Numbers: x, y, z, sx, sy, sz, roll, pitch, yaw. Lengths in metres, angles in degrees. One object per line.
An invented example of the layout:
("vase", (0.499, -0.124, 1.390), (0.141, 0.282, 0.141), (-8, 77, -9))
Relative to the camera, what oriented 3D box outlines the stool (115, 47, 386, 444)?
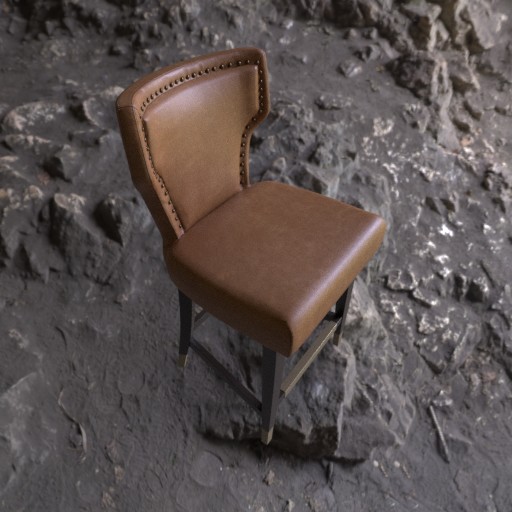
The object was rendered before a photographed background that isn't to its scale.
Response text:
("stool", (0.000, 0.000, 1.285), (0.563, 0.982, 0.526), (25, 47, 26))
